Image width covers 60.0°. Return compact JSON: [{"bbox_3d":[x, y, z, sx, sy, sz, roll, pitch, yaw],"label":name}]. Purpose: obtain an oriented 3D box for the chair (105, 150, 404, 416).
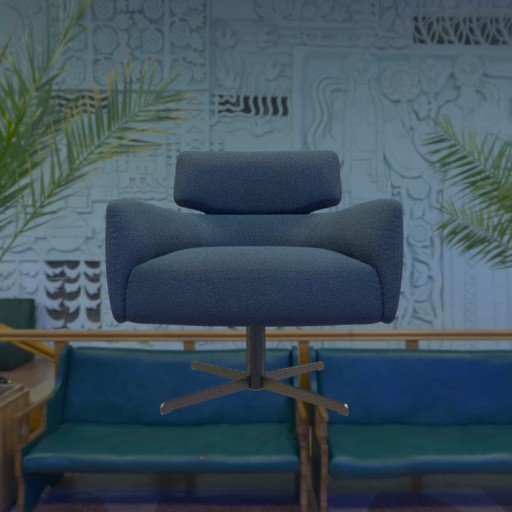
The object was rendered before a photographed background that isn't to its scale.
[{"bbox_3d":[0.000,0.000,1.393,0.738,0.813,0.761,0,0,1],"label":"chair"}]
